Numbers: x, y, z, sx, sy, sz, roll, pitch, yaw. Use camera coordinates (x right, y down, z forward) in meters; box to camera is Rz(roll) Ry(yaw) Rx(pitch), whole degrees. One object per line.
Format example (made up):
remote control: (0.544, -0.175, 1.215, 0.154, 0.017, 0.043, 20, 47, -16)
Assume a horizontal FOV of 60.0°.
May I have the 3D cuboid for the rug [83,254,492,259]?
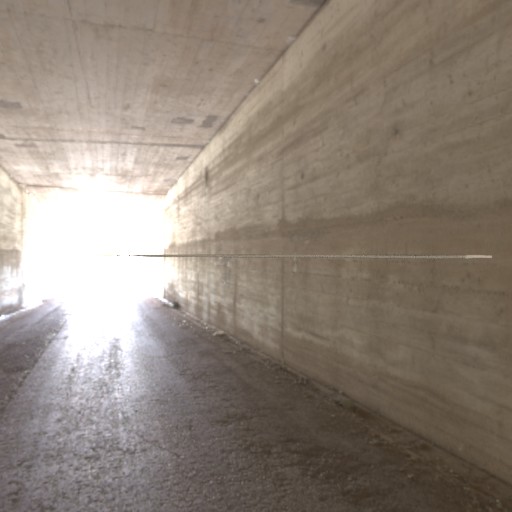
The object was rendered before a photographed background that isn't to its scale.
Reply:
rug: (0.000, 0.000, 2.367, 2.182, 0.015, 0.645, 0, 0, 35)
